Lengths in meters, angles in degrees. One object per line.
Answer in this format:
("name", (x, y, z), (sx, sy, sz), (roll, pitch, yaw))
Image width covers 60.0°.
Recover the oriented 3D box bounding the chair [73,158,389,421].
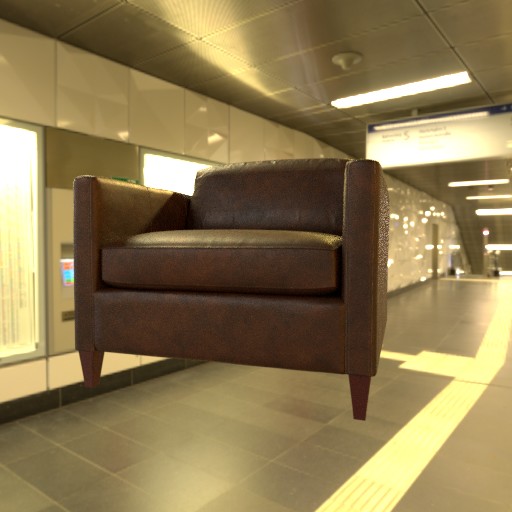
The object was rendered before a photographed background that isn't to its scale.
("chair", (0.000, 0.000, 1.756), (0.990, 0.864, 0.975), (0, 2, 18))
